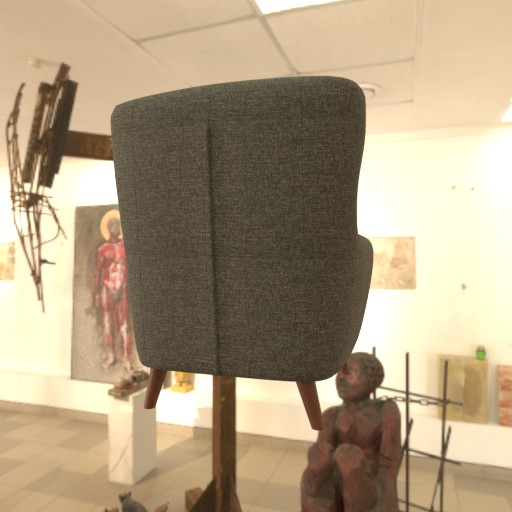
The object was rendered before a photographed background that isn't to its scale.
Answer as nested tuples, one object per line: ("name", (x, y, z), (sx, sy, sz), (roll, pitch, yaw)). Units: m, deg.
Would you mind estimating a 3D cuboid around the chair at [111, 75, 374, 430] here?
("chair", (0.000, 0.000, 1.736), (0.878, 1.063, 0.904), (0, 0, 18))
